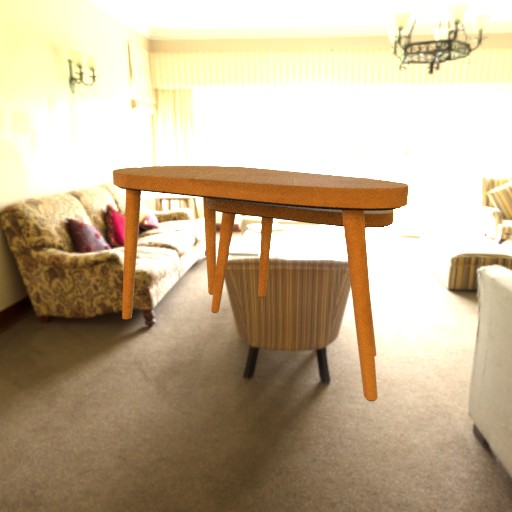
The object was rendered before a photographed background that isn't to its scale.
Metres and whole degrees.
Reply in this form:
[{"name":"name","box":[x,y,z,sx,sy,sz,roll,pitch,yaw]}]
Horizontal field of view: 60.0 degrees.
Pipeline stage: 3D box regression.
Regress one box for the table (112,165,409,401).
[{"name":"table","box":[0.000,0.000,1.606,0.701,0.595,1.190,-14,20,-42]}]
